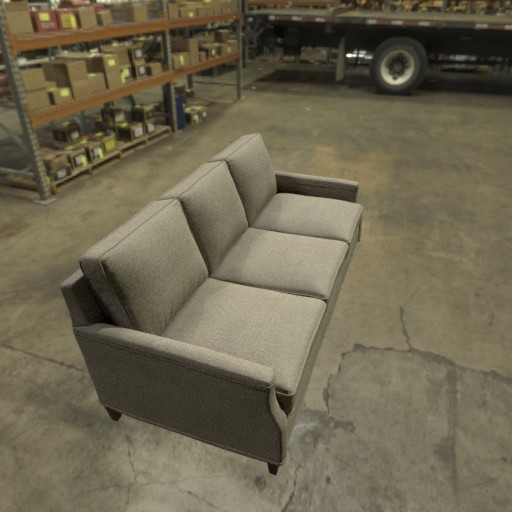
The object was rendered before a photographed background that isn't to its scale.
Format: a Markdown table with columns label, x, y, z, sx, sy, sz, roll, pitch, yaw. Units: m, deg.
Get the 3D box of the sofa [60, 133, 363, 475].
| label | x | y | z | sx | sy | sz | roll | pitch | yaw |
| --- | --- | --- | --- | --- | --- | --- | --- | --- | --- |
| sofa | 0.000 | 0.000 | 2.833 | 1.084 | 1.003 | 2.246 | 11 | 33 | 17 |
